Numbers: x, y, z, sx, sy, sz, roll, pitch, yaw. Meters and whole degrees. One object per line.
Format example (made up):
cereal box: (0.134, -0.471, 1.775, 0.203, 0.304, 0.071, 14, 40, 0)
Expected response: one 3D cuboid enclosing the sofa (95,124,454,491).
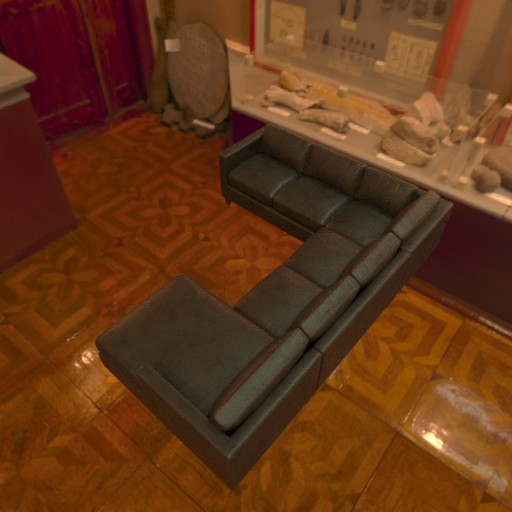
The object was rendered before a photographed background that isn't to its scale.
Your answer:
sofa: (0.000, 0.000, 4.380, 2.452, 0.891, 3.324, 32, 54, 27)
